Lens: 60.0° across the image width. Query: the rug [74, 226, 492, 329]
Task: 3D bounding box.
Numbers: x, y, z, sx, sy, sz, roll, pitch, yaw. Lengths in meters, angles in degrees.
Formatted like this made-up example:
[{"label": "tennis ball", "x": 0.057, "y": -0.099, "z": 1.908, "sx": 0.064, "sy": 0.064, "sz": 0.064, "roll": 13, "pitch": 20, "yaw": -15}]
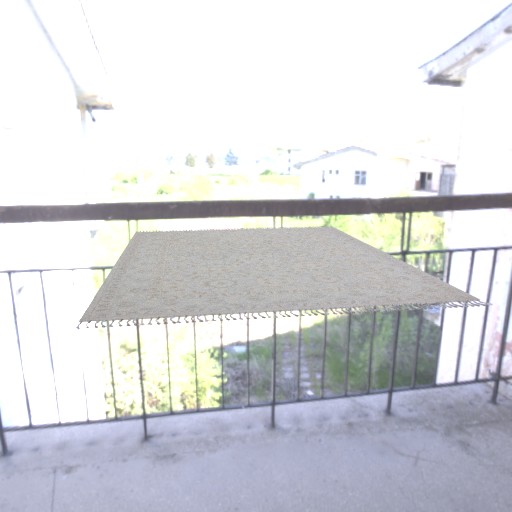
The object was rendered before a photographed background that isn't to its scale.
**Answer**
[{"label": "rug", "x": 0.000, "y": 0.000, "z": 3.942, "sx": 2.444, "sy": 0.013, "sz": 3.043, "roll": -2, "pitch": 13, "yaw": -9}]
